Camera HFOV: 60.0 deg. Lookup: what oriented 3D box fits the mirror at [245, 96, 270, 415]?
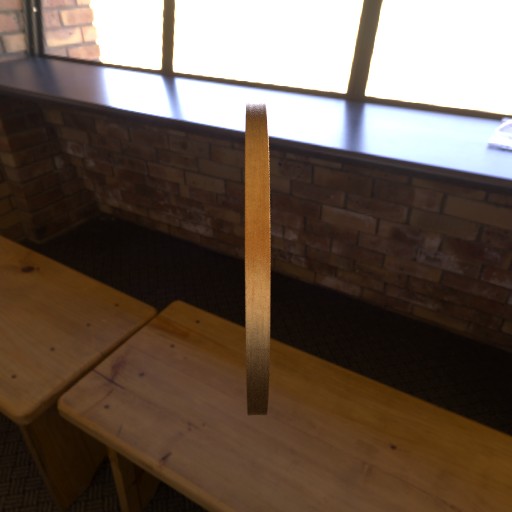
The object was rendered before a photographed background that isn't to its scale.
[{"bbox_3d":[0.000,0.000,0.835,0.032,0.565,0.565,0,33,0],"label":"mirror"}]
